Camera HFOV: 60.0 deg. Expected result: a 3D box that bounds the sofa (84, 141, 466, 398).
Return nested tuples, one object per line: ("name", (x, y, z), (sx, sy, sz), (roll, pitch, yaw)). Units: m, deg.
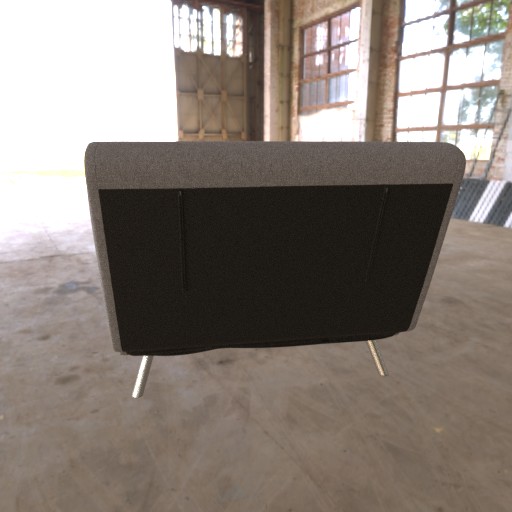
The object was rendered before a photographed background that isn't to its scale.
("sofa", (0.000, 0.000, 1.671), (1.020, 0.825, 1.000), (-2, 14, -9))
